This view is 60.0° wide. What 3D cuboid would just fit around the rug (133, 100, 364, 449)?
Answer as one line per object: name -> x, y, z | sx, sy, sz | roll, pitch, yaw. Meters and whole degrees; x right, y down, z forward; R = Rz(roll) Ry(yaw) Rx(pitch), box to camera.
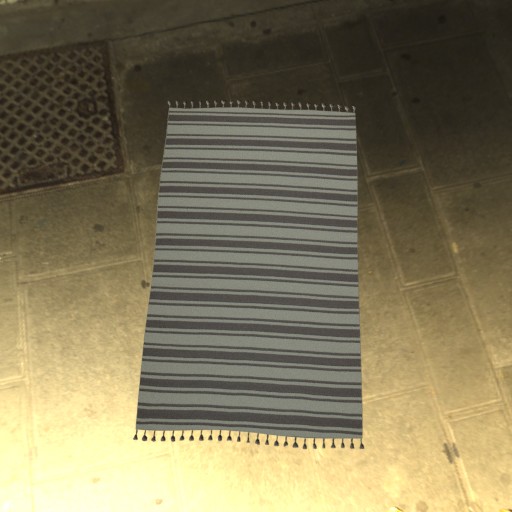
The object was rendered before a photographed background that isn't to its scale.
rug -> 0.000, 0.000, 2.619 | 1.229, 0.011, 2.096 | 2, 75, 1
